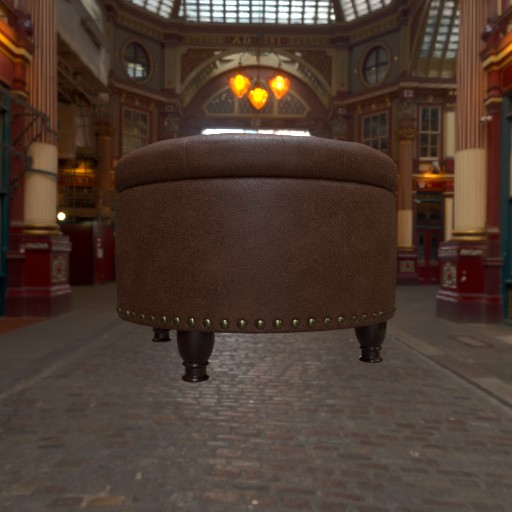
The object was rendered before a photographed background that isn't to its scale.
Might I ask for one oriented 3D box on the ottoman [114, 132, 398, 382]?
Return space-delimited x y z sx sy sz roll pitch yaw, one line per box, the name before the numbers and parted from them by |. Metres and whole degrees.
ottoman | 0.000 0.000 1.047 0.637 0.442 0.637 0 1 0
